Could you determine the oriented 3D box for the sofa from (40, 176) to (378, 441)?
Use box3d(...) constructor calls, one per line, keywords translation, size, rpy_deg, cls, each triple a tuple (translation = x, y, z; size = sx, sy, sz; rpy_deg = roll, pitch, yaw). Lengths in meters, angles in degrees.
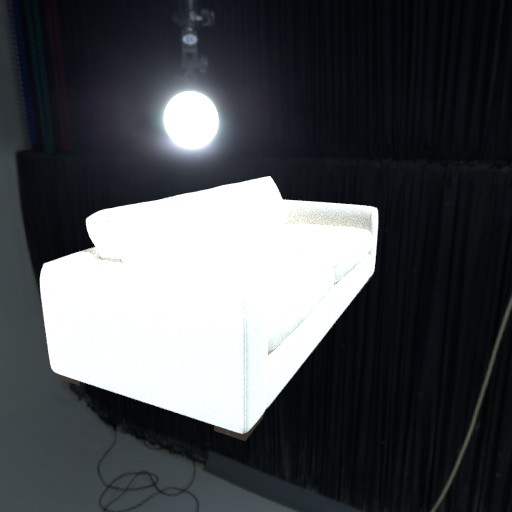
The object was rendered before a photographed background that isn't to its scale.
box3d(translation=(0.000, 0.000, 2.732), size=(1.070, 0.801, 2.262), rpy_deg=(7, 17, 25), cls="sofa")
